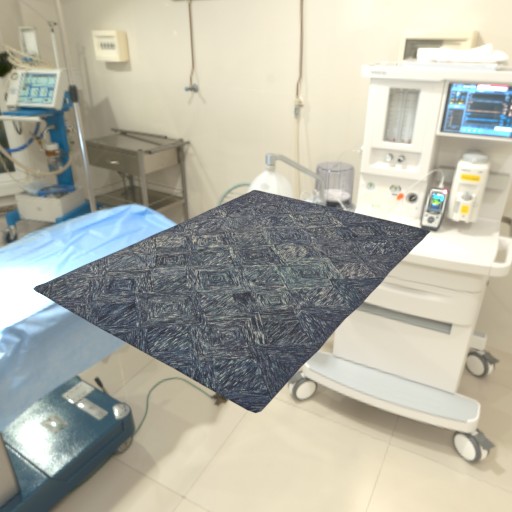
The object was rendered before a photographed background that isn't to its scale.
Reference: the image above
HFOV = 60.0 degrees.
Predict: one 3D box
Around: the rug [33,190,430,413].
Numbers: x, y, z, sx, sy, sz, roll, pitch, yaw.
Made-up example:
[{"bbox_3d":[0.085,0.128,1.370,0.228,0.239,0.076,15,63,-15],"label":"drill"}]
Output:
[{"bbox_3d":[0.000,0.000,4.304,2.385,0.024,3.245,18,32,31],"label":"rug"}]
